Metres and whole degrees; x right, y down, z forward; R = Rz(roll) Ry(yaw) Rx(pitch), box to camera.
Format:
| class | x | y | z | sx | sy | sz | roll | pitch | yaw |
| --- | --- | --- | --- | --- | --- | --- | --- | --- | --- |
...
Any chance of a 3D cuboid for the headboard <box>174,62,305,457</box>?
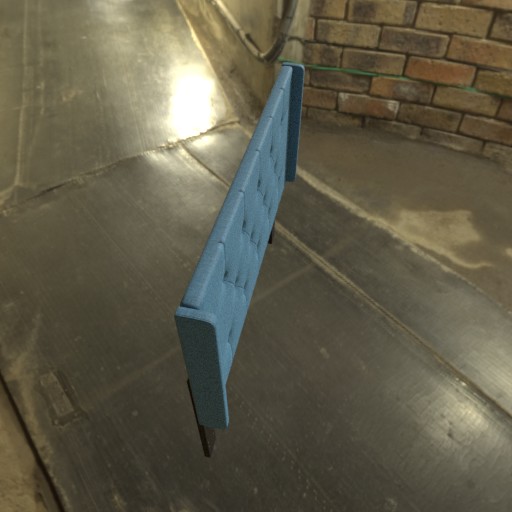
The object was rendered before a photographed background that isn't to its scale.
| class | x | y | z | sx | sy | sz | roll | pitch | yaw |
| --- | --- | --- | --- | --- | --- | --- | --- | --- | --- |
| headboard | 0.000 | 0.000 | 2.740 | 0.184 | 1.524 | 2.051 | 9 | 48 | 9 |
